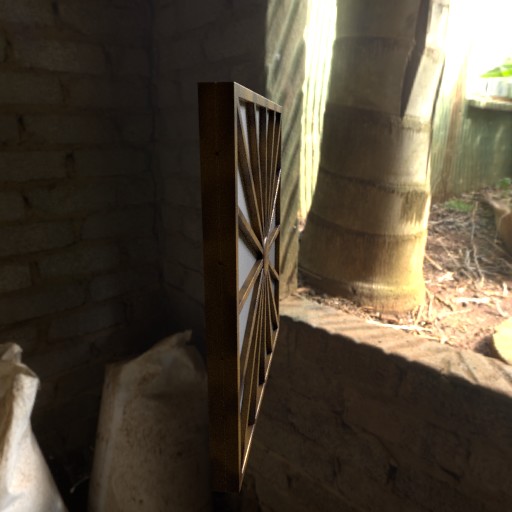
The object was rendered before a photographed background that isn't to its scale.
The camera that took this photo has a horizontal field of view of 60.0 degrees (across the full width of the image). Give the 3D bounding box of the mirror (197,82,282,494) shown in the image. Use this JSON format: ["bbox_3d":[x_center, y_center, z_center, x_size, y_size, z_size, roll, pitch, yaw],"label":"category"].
[{"bbox_3d":[0.000,0.000,0.758,0.042,0.507,0.509,2,16,8],"label":"mirror"}]
